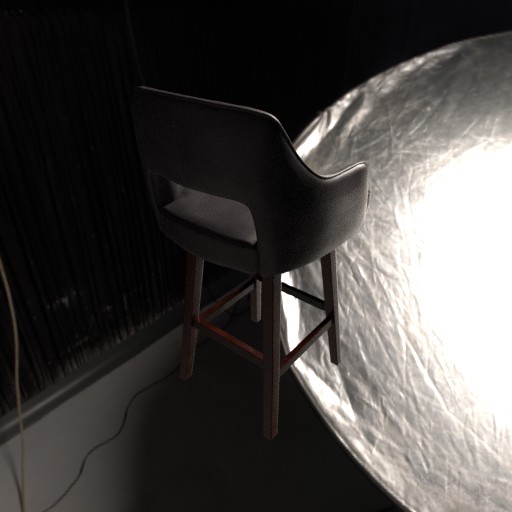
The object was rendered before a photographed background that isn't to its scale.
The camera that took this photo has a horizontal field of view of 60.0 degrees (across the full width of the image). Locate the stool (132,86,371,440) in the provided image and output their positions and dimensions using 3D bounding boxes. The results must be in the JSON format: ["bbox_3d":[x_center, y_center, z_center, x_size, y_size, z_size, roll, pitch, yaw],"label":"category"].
[{"bbox_3d":[0.000,0.000,1.366,0.550,1.041,0.560,23,39,32],"label":"stool"}]
